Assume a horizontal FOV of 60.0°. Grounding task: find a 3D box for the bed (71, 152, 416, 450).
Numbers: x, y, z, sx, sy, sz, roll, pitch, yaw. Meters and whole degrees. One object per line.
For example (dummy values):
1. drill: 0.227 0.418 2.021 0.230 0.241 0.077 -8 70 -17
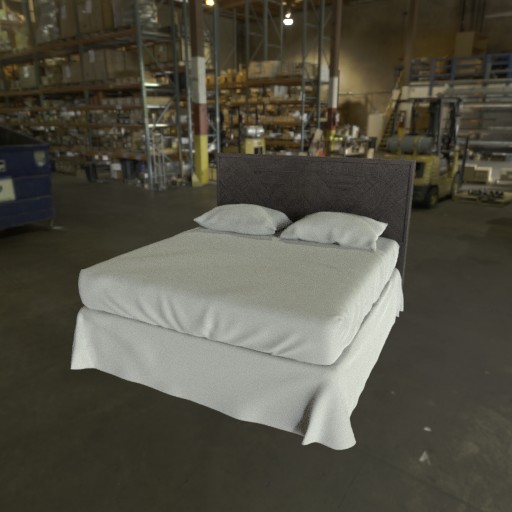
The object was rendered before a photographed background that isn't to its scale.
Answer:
1. bed: 0.000 0.000 2.869 1.772 1.142 1.785 8 19 25
